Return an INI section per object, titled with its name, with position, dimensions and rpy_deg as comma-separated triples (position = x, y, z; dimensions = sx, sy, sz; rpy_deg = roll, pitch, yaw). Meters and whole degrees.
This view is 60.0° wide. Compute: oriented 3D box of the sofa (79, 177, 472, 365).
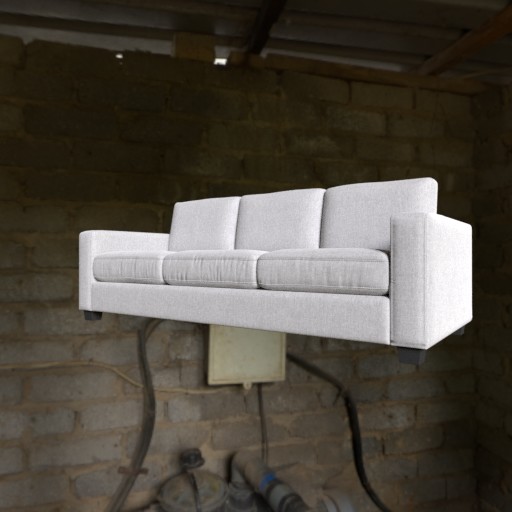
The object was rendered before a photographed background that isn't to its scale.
[sofa]
position = 0.000, 0.000, 2.536
dimensions = 2.120, 0.800, 0.900
rpy_deg = 0, 0, 35
